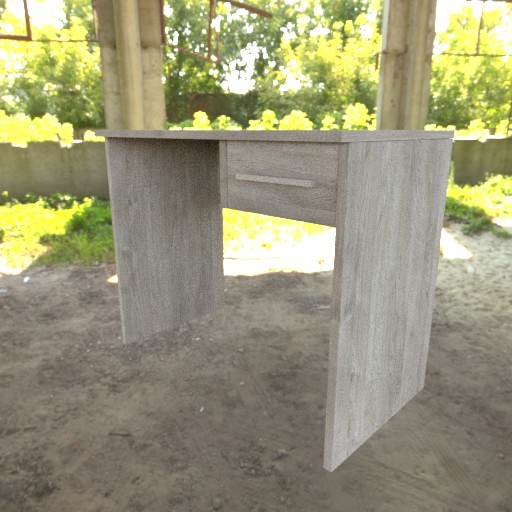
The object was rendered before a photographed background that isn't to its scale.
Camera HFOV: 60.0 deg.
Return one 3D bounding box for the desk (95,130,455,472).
[{"bbox_3d":[0.000,0.000,1.325,0.893,0.724,0.498,15,22,42],"label":"desk"}]
